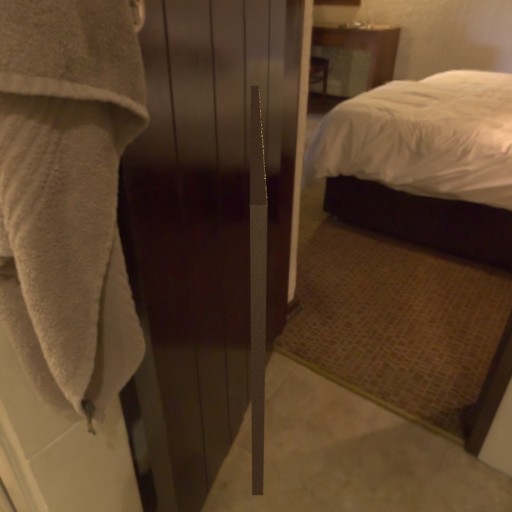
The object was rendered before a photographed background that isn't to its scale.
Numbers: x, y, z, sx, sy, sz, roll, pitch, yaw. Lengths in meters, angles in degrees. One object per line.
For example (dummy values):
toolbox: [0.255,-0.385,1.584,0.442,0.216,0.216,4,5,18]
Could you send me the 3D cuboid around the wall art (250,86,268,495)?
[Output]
wall art: [0.000,0.000,1.602,0.034,0.952,1.207,0,31,0]
